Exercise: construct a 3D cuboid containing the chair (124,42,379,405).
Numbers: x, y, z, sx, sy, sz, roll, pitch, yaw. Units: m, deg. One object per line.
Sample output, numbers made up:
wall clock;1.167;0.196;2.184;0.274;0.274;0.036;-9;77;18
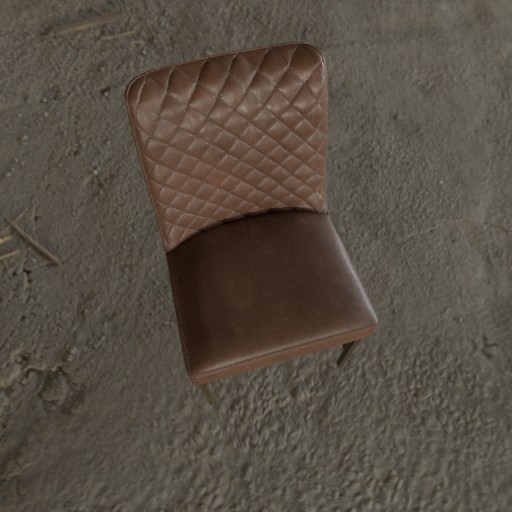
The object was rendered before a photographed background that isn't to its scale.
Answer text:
chair;0.000;0.000;1.240;0.508;0.889;0.587;-14;63;-7
